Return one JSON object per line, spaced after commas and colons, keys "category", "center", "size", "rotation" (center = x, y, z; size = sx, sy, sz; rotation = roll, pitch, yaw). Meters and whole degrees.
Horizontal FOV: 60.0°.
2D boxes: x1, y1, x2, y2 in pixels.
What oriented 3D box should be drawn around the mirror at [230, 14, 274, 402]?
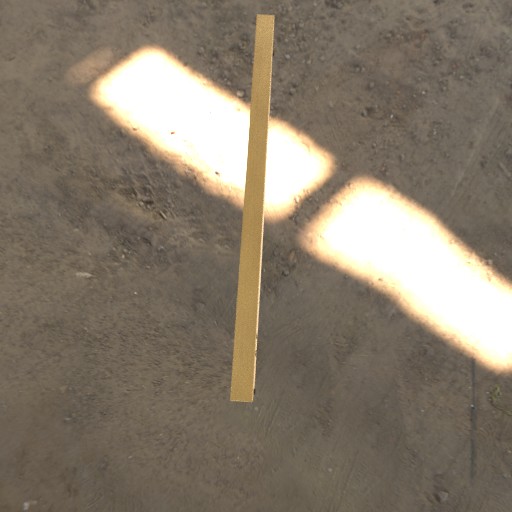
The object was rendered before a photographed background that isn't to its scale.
{"category": "mirror", "center": [0.000, 0.000, 1.309], "size": [0.041, 1.016, 0.762], "rotation": [3, 75, 1]}
